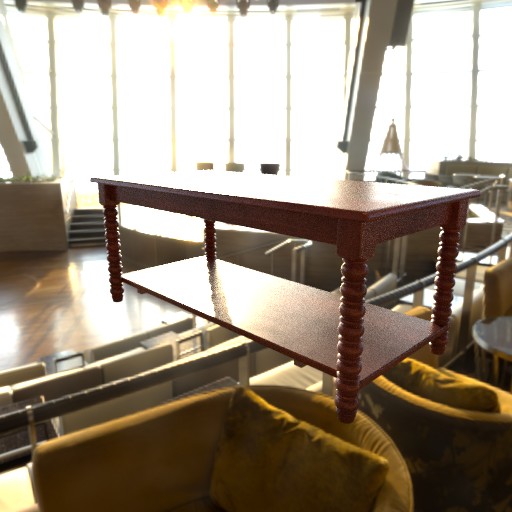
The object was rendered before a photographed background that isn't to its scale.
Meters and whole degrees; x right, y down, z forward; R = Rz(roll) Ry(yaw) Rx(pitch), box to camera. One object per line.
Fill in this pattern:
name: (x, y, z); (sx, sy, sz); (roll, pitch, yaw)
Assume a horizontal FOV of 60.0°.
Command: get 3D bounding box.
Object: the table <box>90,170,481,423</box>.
table: (0.000, 0.000, 1.474); (0.580, 0.485, 1.171); (-14, 20, -43)
